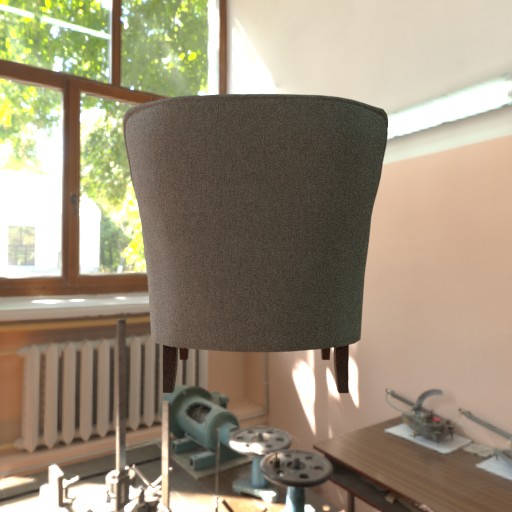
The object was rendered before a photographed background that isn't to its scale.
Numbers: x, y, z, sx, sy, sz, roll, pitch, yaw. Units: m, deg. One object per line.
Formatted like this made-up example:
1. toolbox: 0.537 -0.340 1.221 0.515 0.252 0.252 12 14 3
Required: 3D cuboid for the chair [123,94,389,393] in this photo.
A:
1. chair: 0.000 0.000 1.624 0.820 0.920 0.910 0 -1 0
